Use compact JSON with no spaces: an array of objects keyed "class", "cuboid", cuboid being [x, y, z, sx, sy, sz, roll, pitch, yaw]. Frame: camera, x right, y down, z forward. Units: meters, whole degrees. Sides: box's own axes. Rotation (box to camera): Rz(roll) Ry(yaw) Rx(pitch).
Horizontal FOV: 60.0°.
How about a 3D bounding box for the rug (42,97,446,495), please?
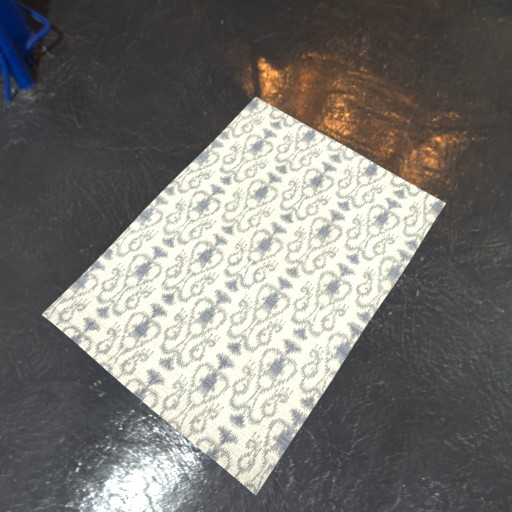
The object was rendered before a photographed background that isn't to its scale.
[{"class":"rug","cuboid":[0.000,0.000,2.944,1.676,0.013,2.261,34,69,15]}]
